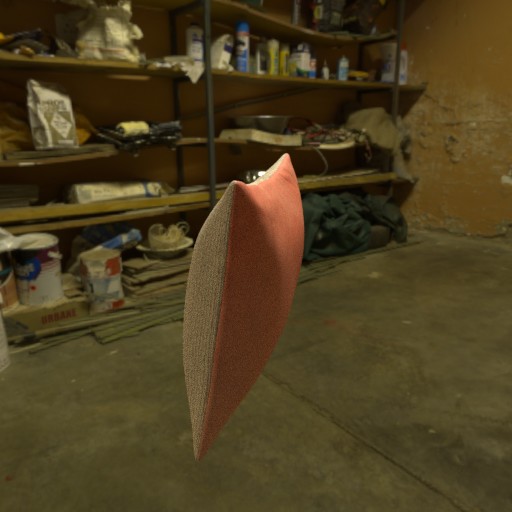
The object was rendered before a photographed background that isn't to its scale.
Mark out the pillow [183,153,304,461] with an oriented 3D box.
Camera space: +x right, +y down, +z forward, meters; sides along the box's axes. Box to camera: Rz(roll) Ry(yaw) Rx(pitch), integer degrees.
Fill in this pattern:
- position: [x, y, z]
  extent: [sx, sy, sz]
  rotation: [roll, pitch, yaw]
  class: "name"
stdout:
- position: [0.000, 0.000, 0.733]
  extent: [0.155, 0.307, 0.608]
  rotation: [2, 16, 8]
  class: "pillow"
